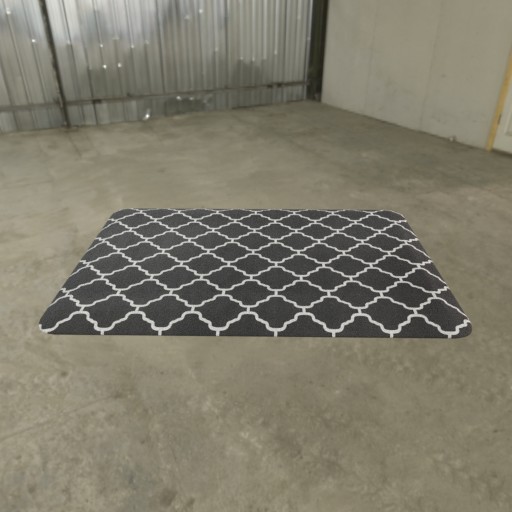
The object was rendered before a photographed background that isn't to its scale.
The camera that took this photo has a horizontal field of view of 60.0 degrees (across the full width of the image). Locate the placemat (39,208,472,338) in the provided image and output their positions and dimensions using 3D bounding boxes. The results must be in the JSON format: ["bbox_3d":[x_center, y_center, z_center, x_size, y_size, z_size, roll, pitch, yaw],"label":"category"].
[{"bbox_3d":[0.000,0.000,0.966,0.762,0.021,0.508,0,31,1],"label":"placemat"}]
